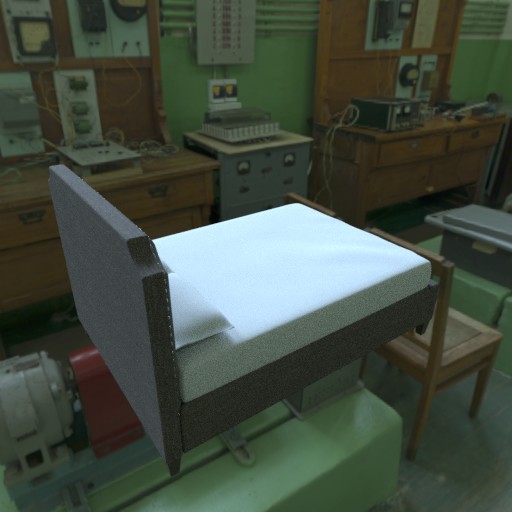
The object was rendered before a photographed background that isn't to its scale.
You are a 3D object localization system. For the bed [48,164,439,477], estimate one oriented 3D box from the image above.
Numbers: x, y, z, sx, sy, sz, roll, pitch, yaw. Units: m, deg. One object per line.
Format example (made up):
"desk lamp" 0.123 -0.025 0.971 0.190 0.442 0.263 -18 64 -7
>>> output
"bed" 0.000 0.000 3.375 2.381 1.457 1.713 -18 32 -31
